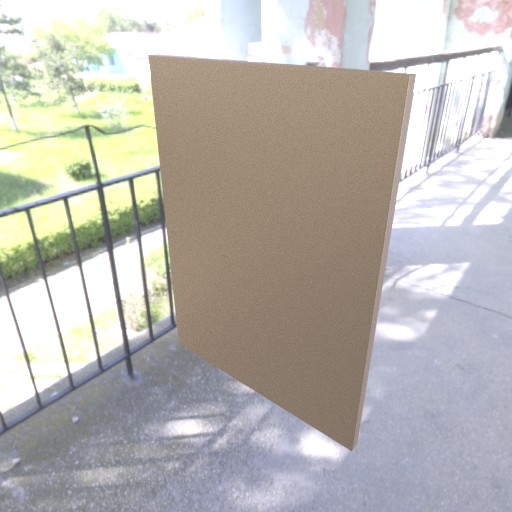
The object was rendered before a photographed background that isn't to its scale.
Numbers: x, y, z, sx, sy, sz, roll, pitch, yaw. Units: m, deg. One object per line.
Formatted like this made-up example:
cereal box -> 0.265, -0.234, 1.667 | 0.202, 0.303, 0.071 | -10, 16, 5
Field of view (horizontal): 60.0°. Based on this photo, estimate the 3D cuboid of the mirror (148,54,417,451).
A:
mirror -> 0.000, 0.000, 1.273 | 0.756, 1.023, 0.032 | 22, 35, 34
